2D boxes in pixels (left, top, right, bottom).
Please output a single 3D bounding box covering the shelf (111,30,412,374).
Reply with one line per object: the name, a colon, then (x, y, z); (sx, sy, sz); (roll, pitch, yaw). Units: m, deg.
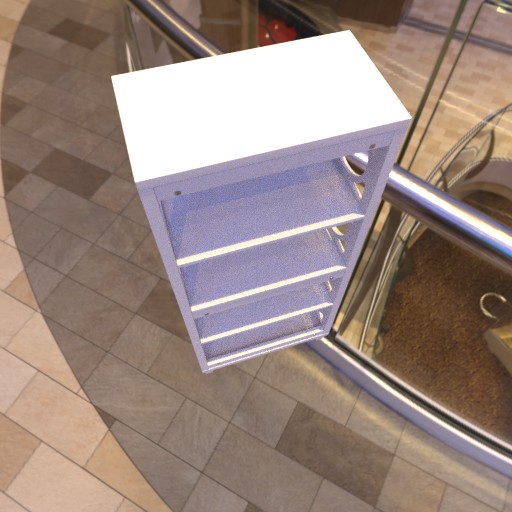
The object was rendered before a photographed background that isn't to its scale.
shelf: (0.000, 0.000, 1.611); (0.611, 1.411, 0.340); (-15, 60, -9)
